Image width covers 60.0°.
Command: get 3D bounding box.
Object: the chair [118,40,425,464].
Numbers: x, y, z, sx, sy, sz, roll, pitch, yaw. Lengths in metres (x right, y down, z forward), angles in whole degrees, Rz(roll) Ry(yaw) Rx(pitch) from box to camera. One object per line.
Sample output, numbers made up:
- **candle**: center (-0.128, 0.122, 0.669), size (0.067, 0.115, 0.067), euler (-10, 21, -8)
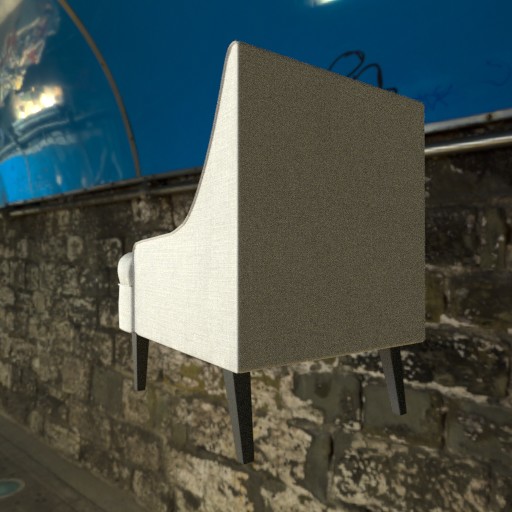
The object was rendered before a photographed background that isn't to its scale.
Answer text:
- **chair**: center (0.000, 0.000, 1.382), size (0.658, 0.891, 0.772), euler (0, -1, -35)
